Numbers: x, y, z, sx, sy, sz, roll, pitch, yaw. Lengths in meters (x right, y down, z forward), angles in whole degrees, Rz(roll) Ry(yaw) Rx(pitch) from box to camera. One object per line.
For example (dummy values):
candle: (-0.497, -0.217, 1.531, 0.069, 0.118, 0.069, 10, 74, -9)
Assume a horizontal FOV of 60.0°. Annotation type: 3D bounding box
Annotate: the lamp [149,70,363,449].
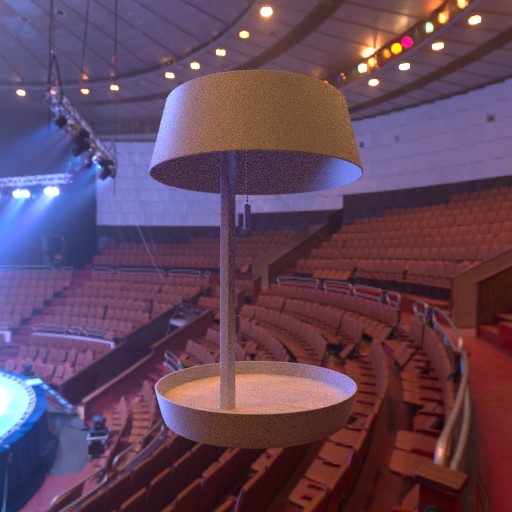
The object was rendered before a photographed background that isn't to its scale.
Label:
lamp: (0.000, 0.000, 0.614, 0.291, 0.429, 0.291, 0, -2, 0)
